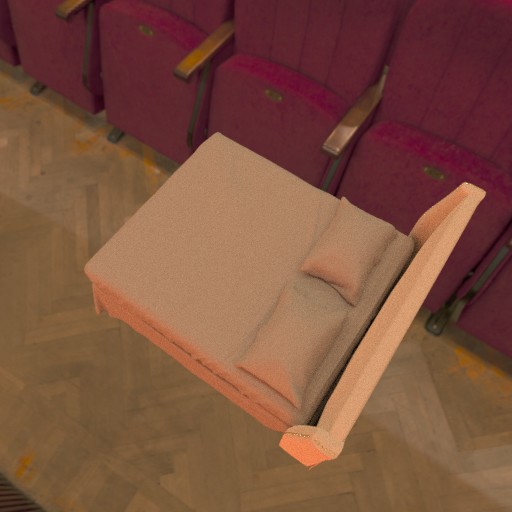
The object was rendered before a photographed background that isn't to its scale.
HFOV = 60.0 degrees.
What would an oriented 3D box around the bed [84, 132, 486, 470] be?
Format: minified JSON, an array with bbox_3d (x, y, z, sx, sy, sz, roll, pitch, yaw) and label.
[{"bbox_3d":[0.000,0.000,3.322,2.276,1.332,1.925,32,67,15],"label":"bed"}]
